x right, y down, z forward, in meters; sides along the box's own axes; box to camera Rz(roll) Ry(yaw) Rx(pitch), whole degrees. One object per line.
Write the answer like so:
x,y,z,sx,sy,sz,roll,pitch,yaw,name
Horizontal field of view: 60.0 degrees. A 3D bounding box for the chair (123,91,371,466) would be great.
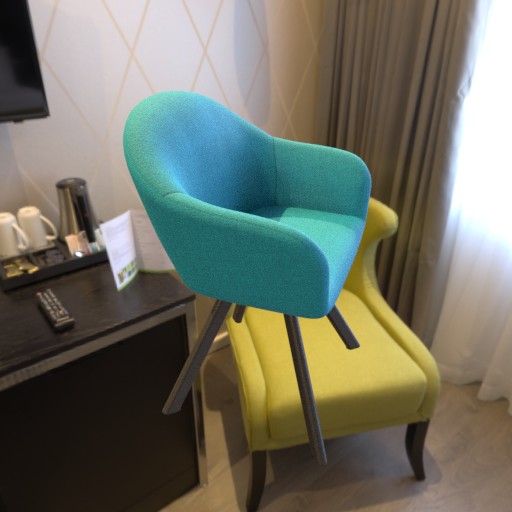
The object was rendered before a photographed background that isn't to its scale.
0.000,0.000,1.167,0.550,0.795,0.590,10,29,19,chair
